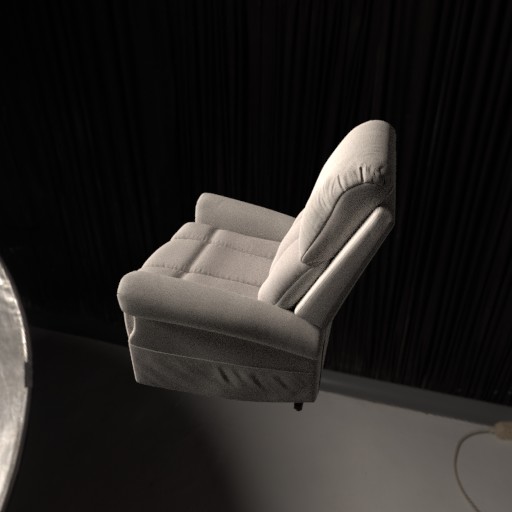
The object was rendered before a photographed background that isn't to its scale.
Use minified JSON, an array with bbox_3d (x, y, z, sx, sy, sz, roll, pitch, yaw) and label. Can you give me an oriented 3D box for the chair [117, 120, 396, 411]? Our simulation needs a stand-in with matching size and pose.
[{"bbox_3d":[0.000,0.000,1.803,0.979,1.031,0.871,8,32,13],"label":"chair"}]
